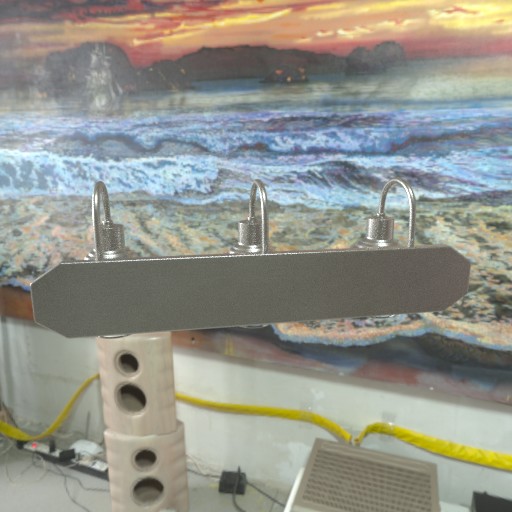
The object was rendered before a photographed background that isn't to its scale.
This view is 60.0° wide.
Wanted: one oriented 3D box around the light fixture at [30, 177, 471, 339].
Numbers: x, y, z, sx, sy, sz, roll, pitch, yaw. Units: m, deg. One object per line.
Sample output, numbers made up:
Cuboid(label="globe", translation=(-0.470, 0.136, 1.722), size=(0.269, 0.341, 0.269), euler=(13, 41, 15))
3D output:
Cuboid(label="light fixture", translation=(0.000, 0.000, 0.735), size=(0.634, 0.254, 0.229), euler=(-3, 14, -10))
